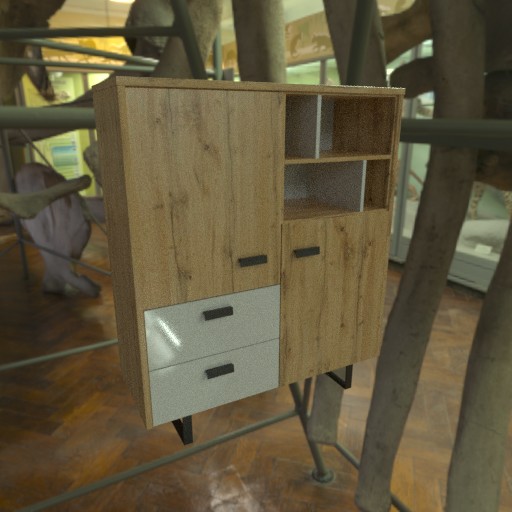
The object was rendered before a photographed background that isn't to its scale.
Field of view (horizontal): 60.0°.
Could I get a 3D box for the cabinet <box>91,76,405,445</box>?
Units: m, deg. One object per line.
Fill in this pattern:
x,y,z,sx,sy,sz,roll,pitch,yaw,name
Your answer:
0.000,0.000,1.957,1.168,1.397,0.473,-9,19,-27,cabinet
